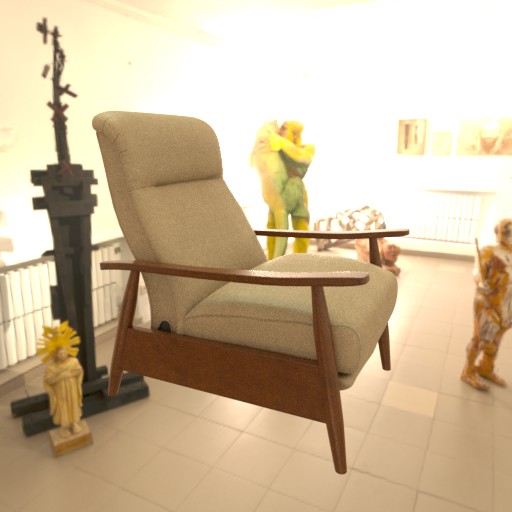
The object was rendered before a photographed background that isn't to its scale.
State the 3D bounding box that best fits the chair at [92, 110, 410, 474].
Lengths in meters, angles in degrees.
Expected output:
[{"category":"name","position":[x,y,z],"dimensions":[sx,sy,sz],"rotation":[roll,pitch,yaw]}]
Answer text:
[{"category":"chair","position":[0.000,0.000,1.729],"dimensions":[1.030,1.082,0.762],"rotation":[7,16,26]}]
